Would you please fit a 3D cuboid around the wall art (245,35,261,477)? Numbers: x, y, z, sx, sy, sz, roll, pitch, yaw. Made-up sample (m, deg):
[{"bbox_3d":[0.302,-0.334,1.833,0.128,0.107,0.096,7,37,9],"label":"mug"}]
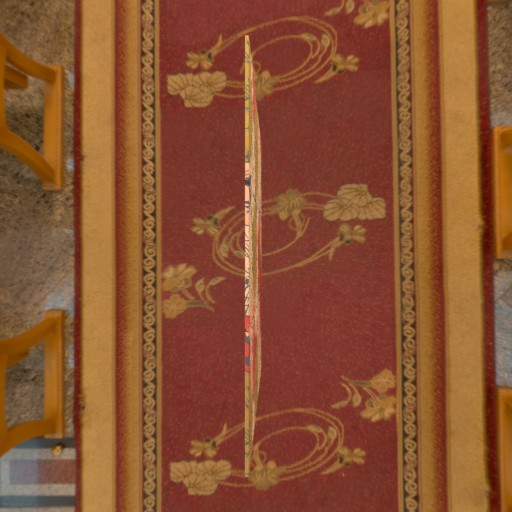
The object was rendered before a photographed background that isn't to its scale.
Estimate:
[{"bbox_3d":[0.000,0.000,2.290,0.013,1.534,1.519,0,90,2],"label":"wall art"}]
